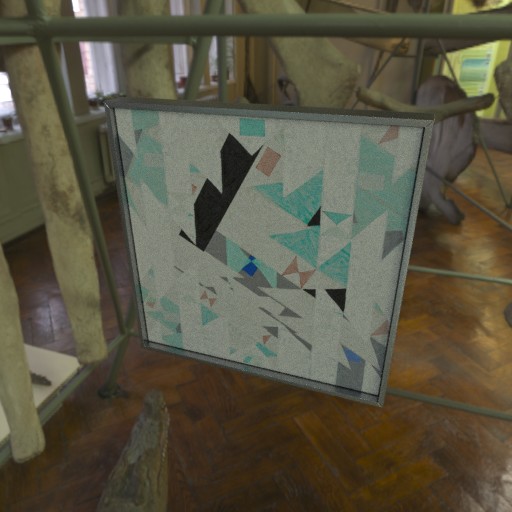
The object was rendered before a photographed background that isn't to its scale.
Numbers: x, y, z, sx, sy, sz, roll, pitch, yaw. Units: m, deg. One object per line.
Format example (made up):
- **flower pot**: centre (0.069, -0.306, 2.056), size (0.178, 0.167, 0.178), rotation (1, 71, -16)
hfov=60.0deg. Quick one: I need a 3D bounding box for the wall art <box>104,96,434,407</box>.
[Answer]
- **wall art**: centre (0.000, 0.000, 0.542), size (0.350, 0.350, 0.038), rotation (9, 29, 17)
